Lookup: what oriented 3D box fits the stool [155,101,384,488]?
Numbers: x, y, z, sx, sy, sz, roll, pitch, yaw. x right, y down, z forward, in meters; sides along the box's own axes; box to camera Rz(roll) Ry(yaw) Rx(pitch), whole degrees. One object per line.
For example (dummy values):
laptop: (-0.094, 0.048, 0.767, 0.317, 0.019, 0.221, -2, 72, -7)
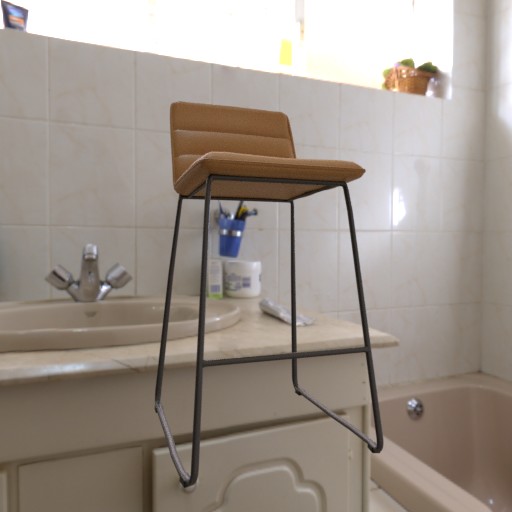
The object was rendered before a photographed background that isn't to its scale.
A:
stool: (0.000, 0.000, 1.191, 0.489, 0.936, 0.524, 0, 1, -19)
